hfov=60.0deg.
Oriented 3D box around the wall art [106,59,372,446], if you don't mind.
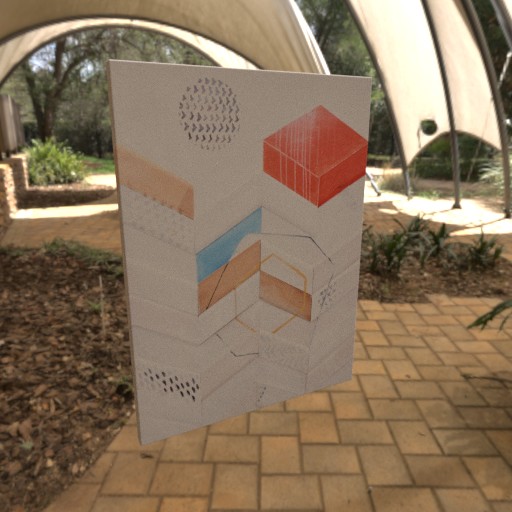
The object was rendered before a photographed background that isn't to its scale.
[{"bbox_3d":[0.000,0.000,1.305,0.759,1.014,0.045,-8,18,-26],"label":"wall art"}]
